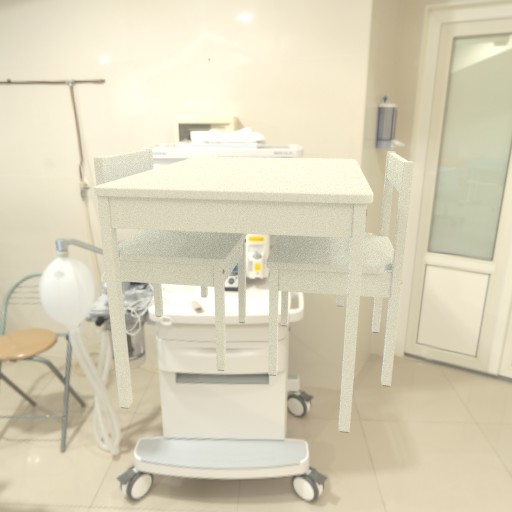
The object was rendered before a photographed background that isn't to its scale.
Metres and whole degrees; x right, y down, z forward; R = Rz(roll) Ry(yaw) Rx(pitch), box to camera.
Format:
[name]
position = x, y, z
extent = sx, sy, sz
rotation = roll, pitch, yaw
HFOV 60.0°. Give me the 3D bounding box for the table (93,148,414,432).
[table]
position = 0.000, 0.000, 1.120
extent = 0.672, 0.503, 0.650
rotation = 3, 18, 9
